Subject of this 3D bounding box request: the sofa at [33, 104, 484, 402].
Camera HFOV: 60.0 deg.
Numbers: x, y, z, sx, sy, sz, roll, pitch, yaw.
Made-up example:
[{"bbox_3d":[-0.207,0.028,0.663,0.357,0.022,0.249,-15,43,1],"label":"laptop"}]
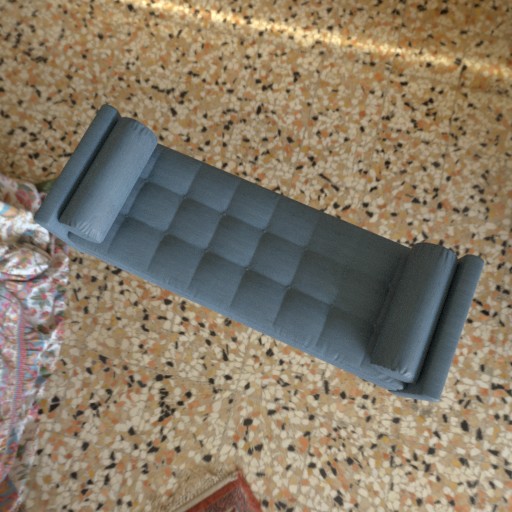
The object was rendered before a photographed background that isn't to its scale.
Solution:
[{"bbox_3d":[0.000,0.000,2.317,1.981,0.635,0.686,23,76,6],"label":"sofa"}]
